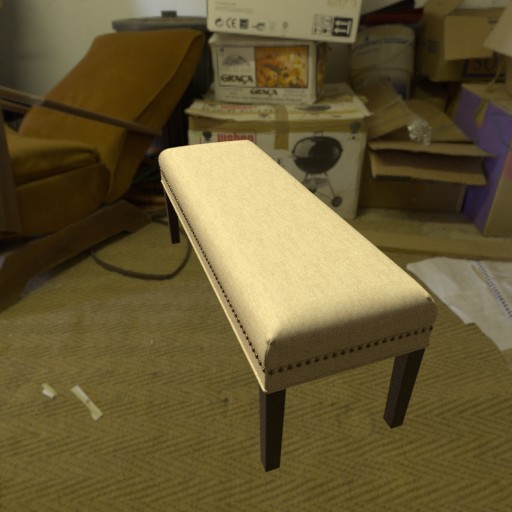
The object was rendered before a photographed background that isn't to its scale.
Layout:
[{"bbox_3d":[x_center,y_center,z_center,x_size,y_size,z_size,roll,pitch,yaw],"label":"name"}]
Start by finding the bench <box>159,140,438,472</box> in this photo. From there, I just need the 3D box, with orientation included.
[{"bbox_3d":[0.000,0.000,1.479,0.410,0.457,1.219,-11,33,-17],"label":"bench"}]
